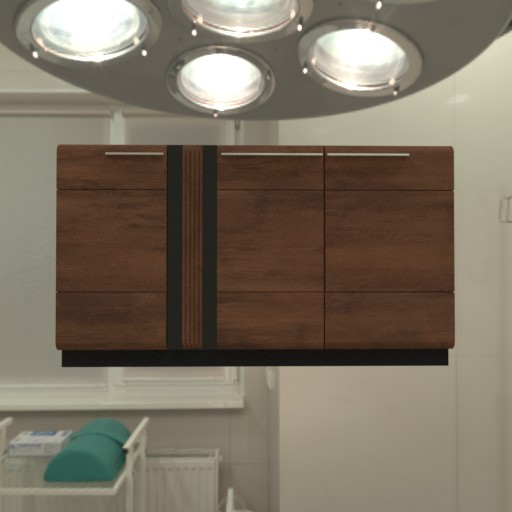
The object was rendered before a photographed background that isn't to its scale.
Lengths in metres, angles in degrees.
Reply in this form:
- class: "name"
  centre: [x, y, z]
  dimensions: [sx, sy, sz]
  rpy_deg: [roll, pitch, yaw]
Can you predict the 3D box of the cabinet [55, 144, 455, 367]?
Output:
- class: "cabinet"
  centre: [0.000, 0.000, 1.964]
  dimensions: [1.600, 0.900, 0.420]
  rpy_deg: [0, -1, -1]
